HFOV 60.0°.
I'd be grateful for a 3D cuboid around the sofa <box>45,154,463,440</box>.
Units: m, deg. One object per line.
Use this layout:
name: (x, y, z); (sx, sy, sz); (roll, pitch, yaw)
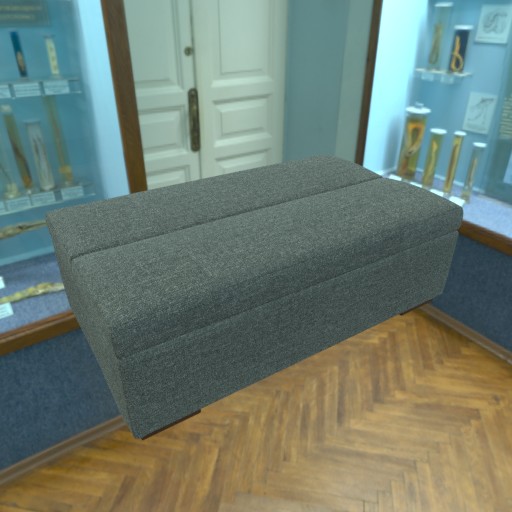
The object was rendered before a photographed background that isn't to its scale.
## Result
sofa: (0.000, 0.000, 1.577); (1.198, 0.417, 0.782); (-18, 34, -28)
